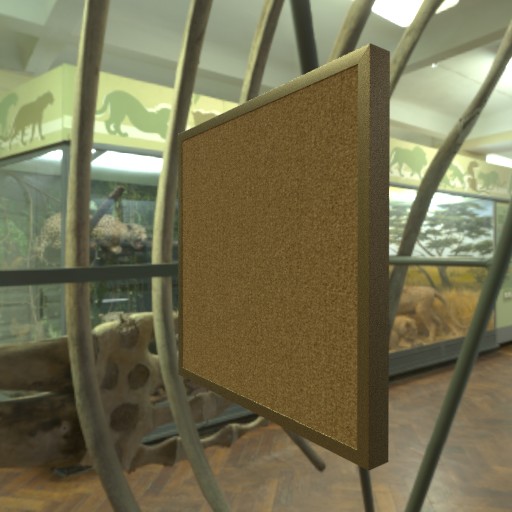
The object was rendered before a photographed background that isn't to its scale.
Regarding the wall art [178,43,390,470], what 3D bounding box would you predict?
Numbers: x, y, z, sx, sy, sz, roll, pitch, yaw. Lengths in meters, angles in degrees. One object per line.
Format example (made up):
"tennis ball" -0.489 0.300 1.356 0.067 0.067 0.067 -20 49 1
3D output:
"wall art" 0.000 0.000 0.744 0.037 0.509 0.510 -1 1 -36
